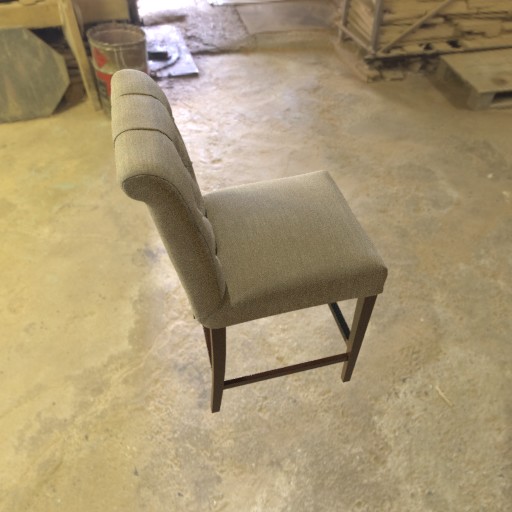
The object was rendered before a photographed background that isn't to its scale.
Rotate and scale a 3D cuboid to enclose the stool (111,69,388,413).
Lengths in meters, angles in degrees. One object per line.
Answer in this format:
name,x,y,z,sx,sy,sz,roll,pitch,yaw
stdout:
stool,0.000,0.000,1.405,0.660,1.084,0.486,-10,48,-10
